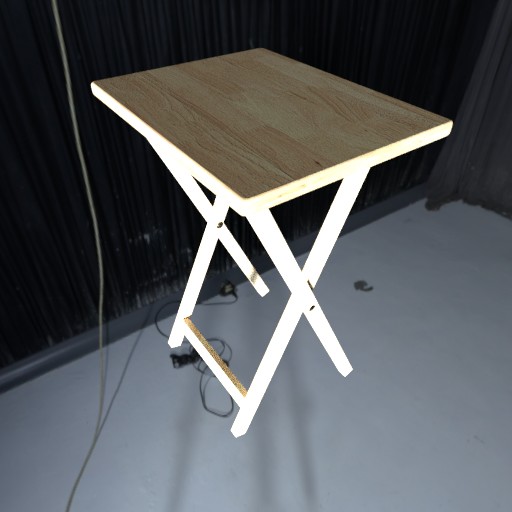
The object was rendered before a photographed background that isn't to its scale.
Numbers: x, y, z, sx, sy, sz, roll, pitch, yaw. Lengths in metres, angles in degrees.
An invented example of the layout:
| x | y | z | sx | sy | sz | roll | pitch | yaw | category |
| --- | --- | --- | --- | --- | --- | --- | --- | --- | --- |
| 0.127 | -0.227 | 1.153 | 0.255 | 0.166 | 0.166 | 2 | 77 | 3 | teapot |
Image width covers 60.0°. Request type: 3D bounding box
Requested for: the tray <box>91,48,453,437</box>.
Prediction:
| x | y | z | sx | sy | sz | roll | pitch | yaw | category |
| --- | --- | --- | --- | --- | --- | --- | --- | --- | --- |
| 0.000 | 0.000 | 0.930 | 0.381 | 0.660 | 0.483 | -25 | 46 | -27 | tray |
